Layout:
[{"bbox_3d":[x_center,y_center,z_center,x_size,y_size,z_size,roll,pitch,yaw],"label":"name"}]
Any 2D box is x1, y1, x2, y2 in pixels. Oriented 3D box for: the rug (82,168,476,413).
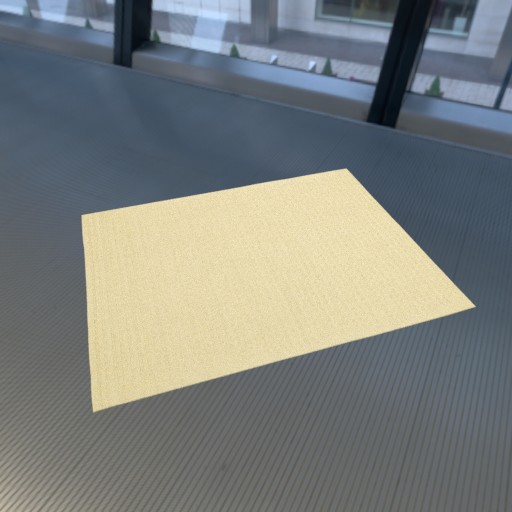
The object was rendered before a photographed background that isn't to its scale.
[{"bbox_3d":[0.000,0.000,4.332,3.204,0.016,2.452,-12,43,-13],"label":"rug"}]
